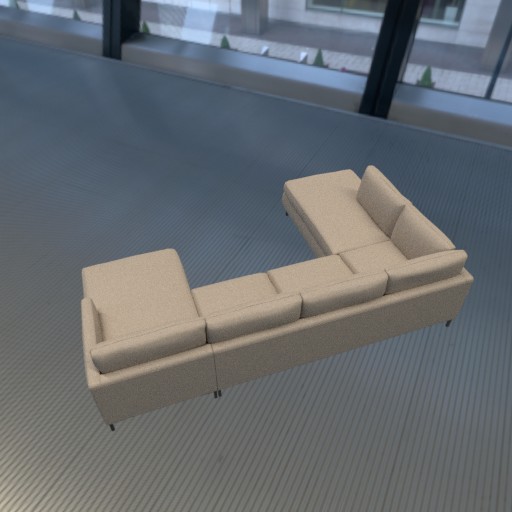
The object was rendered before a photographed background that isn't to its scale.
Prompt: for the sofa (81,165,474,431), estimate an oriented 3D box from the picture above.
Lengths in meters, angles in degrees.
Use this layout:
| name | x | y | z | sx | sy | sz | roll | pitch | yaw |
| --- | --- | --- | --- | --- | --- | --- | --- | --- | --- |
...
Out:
| name | x | y | z | sx | sy | sz | roll | pitch | yaw |
| --- | --- | --- | --- | --- | --- | --- | --- | --- | --- |
| sofa | 0.000 | 0.000 | 3.622 | 2.737 | 0.756 | 1.879 | -13 | 44 | -14 |
